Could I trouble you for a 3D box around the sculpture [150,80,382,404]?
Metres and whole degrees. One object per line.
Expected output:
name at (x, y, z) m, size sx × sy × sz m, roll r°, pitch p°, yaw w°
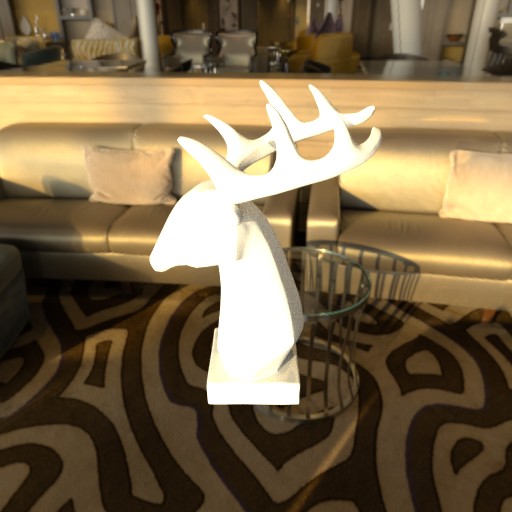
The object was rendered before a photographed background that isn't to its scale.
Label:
sculpture at (0.000, 0.000, 0.467) m, size 0.224 × 0.329 × 0.174 m, roll 0°, pitch 28°, yaw 0°
